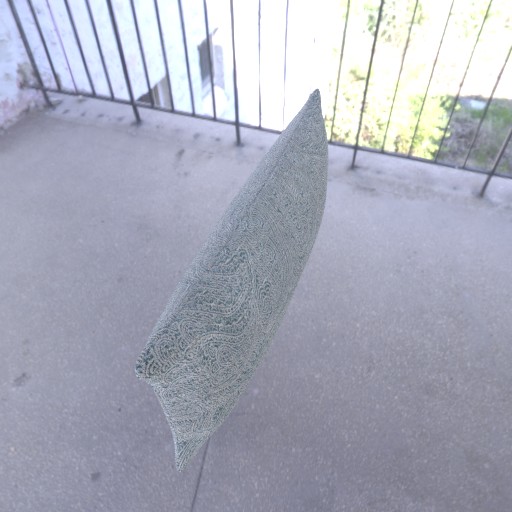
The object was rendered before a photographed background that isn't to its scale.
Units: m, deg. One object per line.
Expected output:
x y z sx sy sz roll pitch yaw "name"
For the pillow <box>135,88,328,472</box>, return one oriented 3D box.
0.000 0.000 0.715 0.151 0.295 0.615 16 49 15 "pillow"
